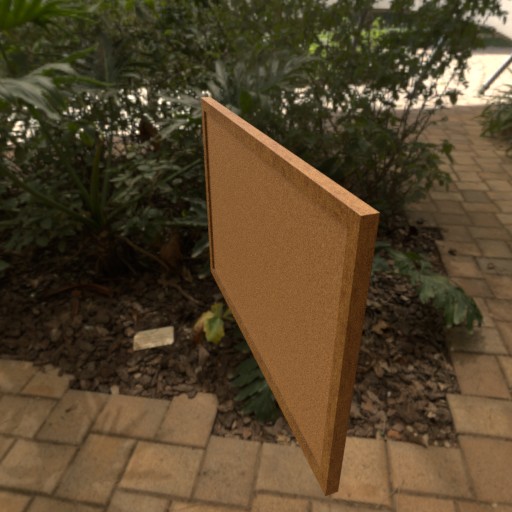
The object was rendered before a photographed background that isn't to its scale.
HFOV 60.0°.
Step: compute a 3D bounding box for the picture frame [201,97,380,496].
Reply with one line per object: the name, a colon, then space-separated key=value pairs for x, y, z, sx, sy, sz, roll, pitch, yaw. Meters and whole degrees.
picture frame: x=0.000 y=0.000 z=1.127 sx=0.029 sy=0.621 sz=0.922 roll=-10 pitch=31 yaw=-17
